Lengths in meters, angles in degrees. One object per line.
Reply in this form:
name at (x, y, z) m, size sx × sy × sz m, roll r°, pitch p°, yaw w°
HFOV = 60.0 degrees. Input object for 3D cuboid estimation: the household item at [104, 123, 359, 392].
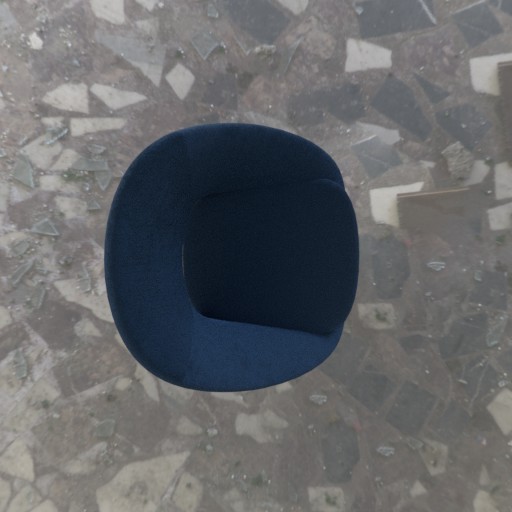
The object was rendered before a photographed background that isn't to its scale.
household item at (0.000, 0.000, 1.253) m, size 0.573 × 0.852 × 0.623 m, roll 0°, pitch 91°, yaw 2°
